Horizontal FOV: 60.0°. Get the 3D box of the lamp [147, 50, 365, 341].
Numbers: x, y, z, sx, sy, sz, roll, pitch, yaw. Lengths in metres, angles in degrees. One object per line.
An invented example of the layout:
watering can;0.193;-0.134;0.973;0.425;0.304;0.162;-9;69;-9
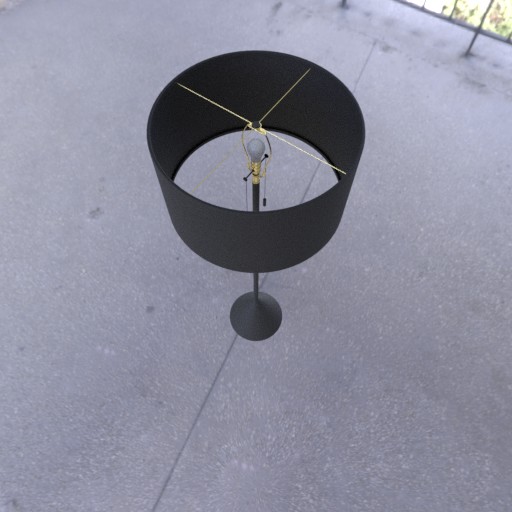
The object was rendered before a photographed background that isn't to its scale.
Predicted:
lamp;0.000;0.000;1.852;0.580;1.526;0.580;32;67;16
